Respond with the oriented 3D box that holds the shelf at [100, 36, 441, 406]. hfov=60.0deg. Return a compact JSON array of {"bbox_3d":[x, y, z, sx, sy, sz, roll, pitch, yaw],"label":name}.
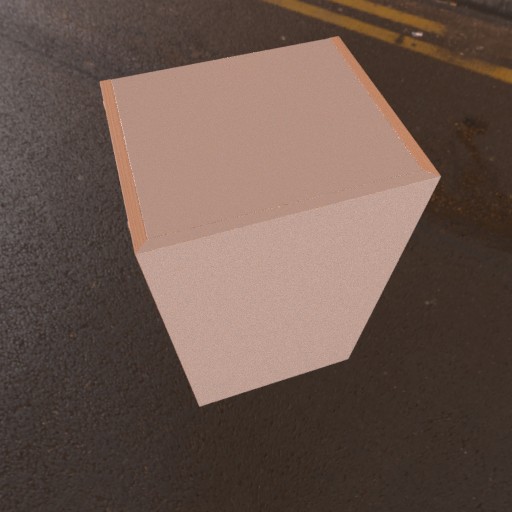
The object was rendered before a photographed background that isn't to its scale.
[{"bbox_3d":[0.000,0.000,0.799,0.350,0.600,0.290,-15,59,-9],"label":"shelf"}]
